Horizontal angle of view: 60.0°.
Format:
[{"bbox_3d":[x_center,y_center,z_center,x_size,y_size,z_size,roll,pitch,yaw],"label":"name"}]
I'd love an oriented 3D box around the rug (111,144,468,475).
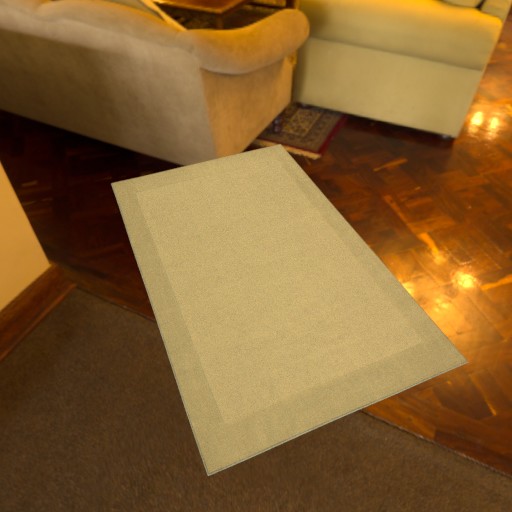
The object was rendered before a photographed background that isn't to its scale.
[{"bbox_3d":[0.000,0.000,3.034,1.524,0.014,2.438,-17,48,-16],"label":"rug"}]
